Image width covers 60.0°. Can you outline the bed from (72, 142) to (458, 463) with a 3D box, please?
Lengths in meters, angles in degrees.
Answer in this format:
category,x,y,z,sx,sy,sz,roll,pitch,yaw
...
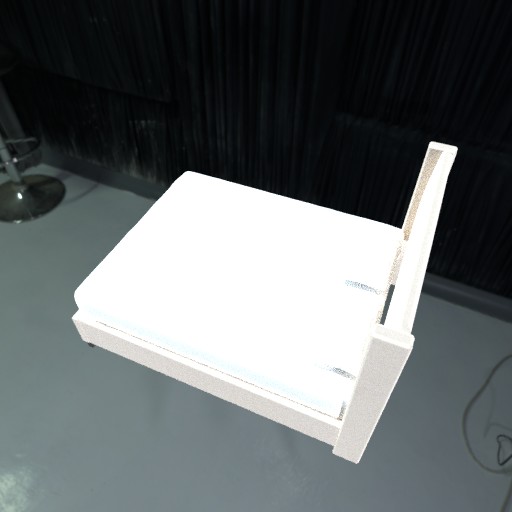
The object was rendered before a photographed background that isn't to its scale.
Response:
category,x,y,z,sx,sy,sz,roll,pitch,yaw
bed,0.000,0.000,3.370,2.293,1.471,1.778,18,49,16
